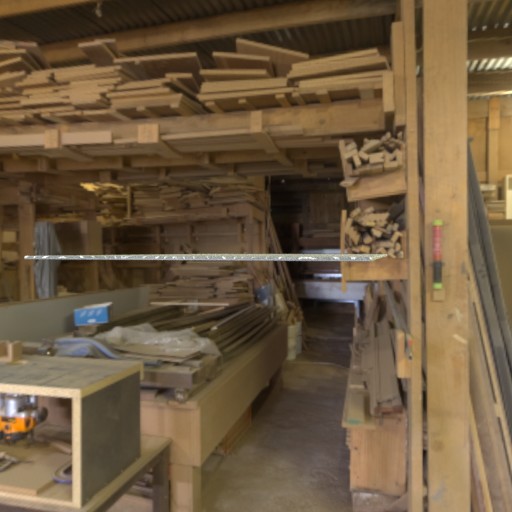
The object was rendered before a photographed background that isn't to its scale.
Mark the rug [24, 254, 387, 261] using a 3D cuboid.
[{"bbox_3d":[0.000,0.000,2.813,1.543,0.015,2.144,0,1,18],"label":"rug"}]
